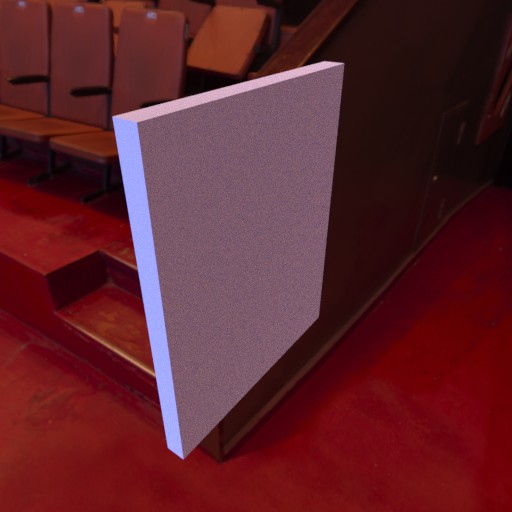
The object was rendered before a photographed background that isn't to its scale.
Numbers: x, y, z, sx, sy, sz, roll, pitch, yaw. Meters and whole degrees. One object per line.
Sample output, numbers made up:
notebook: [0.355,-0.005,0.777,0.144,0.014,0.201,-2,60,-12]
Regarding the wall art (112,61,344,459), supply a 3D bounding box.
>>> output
wall art: [0.000,0.000,0.749,0.039,0.553,0.451,21,38,30]
